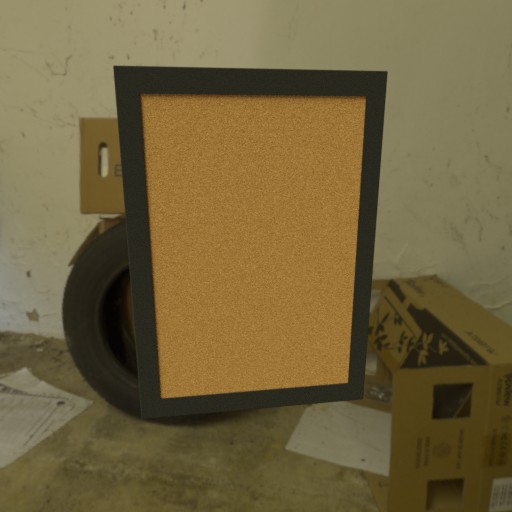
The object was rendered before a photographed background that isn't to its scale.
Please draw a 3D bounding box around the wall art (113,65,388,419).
[{"bbox_3d":[0.000,0.000,0.675,0.374,0.529,0.012,-2,16,-8],"label":"wall art"}]
